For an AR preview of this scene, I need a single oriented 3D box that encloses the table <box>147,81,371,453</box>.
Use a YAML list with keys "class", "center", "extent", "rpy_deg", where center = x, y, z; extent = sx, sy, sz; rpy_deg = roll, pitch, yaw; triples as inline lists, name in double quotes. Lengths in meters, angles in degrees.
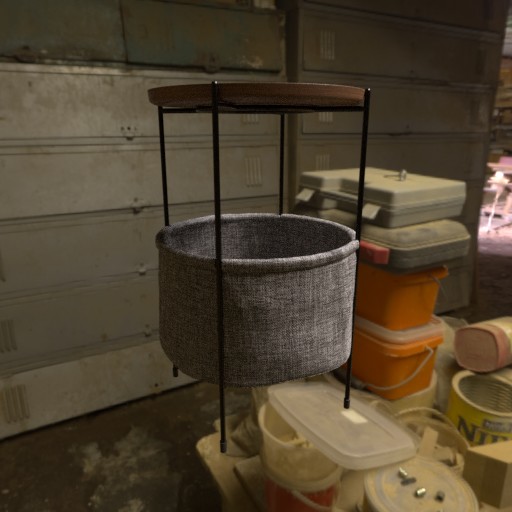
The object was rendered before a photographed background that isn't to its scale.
- class: "table"
  center: [0.000, 0.000, 0.893]
  extent: [0.400, 0.623, 0.400]
  rpy_deg: [-8, 18, -26]
